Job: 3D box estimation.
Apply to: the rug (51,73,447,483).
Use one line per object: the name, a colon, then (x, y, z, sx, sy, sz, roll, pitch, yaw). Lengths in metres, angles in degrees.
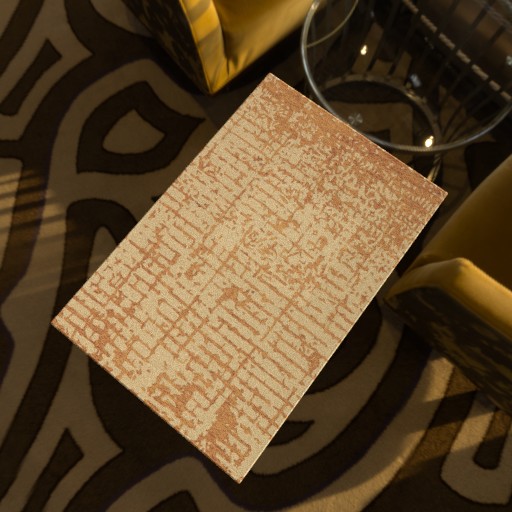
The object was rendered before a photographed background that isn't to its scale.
rug: (0.000, 0.000, 2.326, 1.219, 0.011, 1.829, 37, 79, 8)
